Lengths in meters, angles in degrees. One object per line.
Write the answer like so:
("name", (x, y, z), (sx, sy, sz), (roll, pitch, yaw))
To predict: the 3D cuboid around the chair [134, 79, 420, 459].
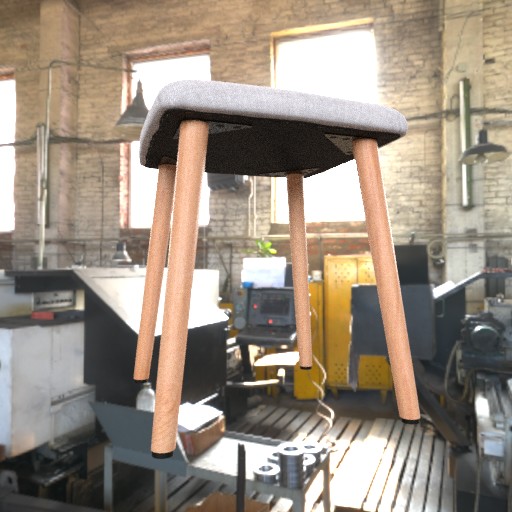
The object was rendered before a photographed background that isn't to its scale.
("chair", (0.000, 0.000, 0.689), (0.350, 0.440, 0.350), (0, -1, -19))
